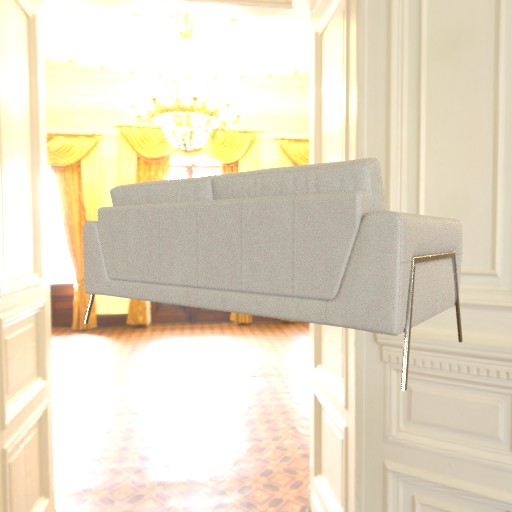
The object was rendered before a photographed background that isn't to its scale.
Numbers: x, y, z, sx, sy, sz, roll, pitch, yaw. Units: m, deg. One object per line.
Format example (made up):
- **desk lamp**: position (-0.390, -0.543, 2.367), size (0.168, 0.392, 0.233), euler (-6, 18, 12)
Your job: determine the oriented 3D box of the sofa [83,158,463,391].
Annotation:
- **sofa**: position (0.000, 0.000, 2.535), size (2.017, 0.875, 0.953), euler (2, 3, 37)
